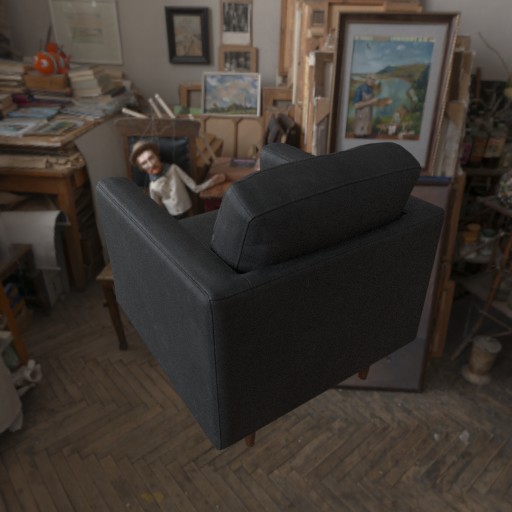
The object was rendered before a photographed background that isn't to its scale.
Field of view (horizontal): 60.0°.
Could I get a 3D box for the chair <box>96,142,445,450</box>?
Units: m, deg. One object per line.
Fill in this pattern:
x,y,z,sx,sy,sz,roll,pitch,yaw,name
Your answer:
0.000,0.000,1.563,0.831,0.898,0.879,-19,36,-28,chair
